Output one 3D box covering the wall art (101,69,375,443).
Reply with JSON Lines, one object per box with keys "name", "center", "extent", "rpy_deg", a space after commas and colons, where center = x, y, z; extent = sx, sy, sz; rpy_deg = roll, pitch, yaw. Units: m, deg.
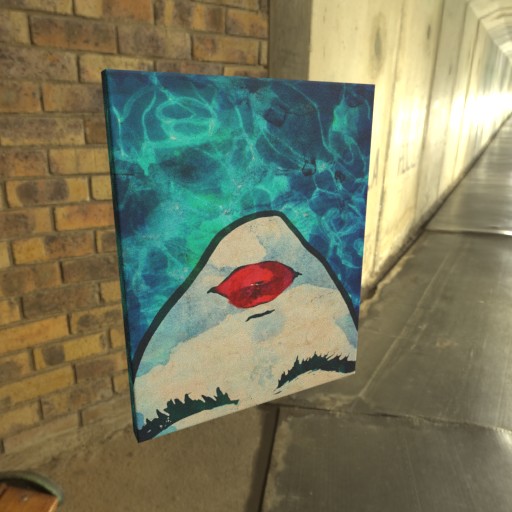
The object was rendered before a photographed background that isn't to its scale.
{"name": "wall art", "center": [0.000, 0.000, 0.852], "extent": [0.508, 0.635, 0.038], "rpy_deg": [-8, 18, -27]}
